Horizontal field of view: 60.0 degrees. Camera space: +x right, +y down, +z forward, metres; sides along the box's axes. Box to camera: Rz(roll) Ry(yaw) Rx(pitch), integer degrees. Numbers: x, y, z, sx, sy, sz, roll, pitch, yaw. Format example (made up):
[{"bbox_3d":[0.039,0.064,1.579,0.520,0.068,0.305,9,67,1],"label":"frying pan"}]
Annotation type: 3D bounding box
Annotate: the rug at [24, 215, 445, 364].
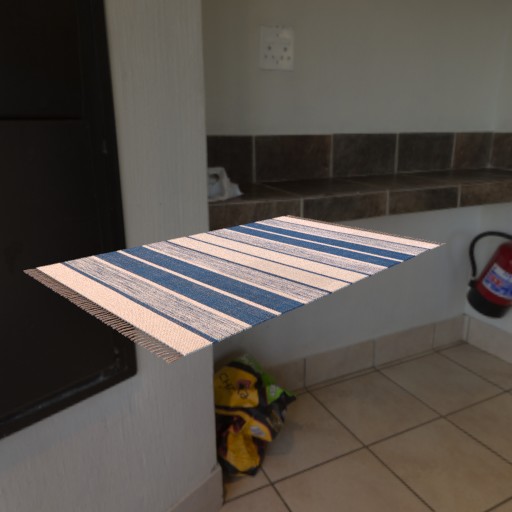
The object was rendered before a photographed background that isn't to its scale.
[{"bbox_3d":[0.000,0.000,2.974,2.441,0.010,1.532,-16,23,-43],"label":"rug"}]
